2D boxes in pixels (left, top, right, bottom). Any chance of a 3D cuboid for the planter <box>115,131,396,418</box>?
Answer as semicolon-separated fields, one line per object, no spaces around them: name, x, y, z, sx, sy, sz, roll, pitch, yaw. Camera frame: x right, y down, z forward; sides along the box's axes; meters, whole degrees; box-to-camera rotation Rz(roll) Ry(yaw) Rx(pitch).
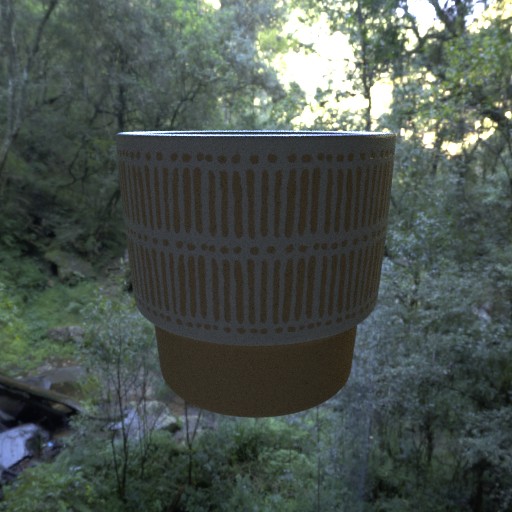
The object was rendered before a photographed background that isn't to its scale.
planter;0.000;0.000;0.564;0.317;0.303;0.317;0;16;0
